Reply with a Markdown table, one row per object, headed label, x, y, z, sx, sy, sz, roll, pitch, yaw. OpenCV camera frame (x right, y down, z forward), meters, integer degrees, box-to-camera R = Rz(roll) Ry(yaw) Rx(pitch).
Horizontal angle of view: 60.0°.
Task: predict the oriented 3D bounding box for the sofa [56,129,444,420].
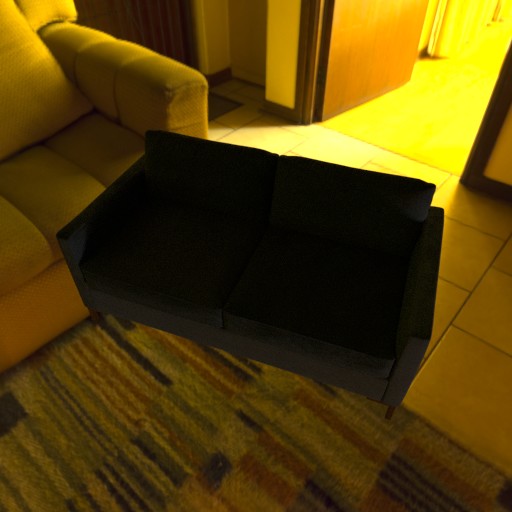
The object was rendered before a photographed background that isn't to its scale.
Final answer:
| label | x | y | z | sx | sy | sz | roll | pitch | yaw |
| --- | --- | --- | --- | --- | --- | --- | --- | --- | --- |
| sofa | 0.000 | 0.000 | 2.219 | 1.676 | 0.817 | 0.875 | 14 | 45 | 15 |
